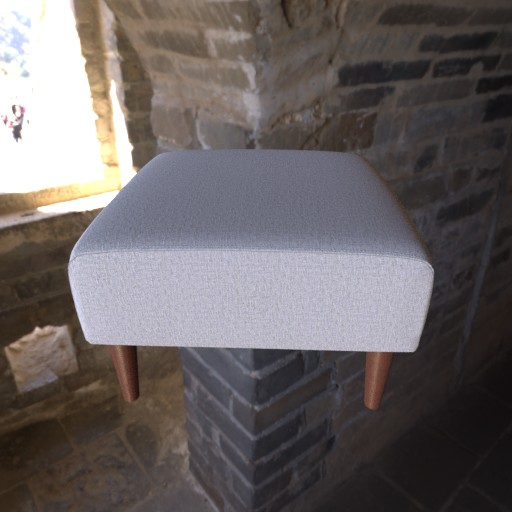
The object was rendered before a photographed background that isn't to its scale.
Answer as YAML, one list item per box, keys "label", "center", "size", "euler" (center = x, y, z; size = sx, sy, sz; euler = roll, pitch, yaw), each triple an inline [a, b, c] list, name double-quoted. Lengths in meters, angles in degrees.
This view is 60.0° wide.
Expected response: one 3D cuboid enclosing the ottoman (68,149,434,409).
- label: "ottoman"
  center: [0.000, 0.000, 1.086]
  size: [0.648, 0.399, 0.655]
  euler: [1, 27, 2]
